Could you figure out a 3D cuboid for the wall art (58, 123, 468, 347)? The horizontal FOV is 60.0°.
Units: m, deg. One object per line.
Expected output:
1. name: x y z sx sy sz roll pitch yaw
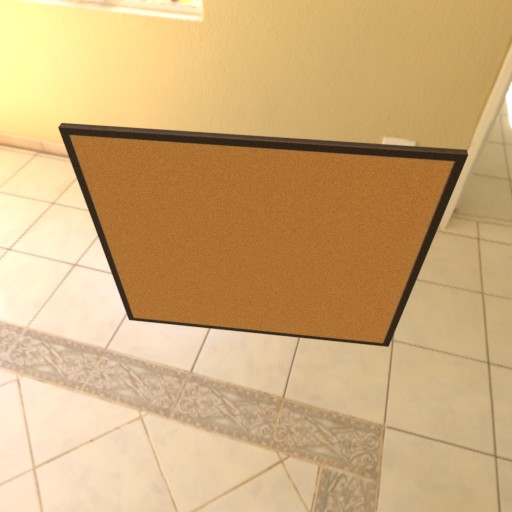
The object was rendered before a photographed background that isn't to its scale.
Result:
1. wall art: 0.000 0.000 1.438 1.033 0.875 0.023 5 47 5
